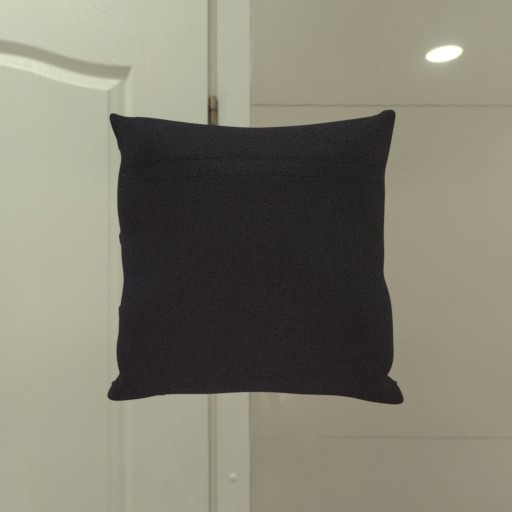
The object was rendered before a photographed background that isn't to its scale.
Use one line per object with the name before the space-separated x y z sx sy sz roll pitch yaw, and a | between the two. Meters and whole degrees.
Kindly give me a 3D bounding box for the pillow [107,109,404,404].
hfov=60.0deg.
pillow | 0.000 0.000 0.666 0.439 0.440 0.183 0 0 -1
